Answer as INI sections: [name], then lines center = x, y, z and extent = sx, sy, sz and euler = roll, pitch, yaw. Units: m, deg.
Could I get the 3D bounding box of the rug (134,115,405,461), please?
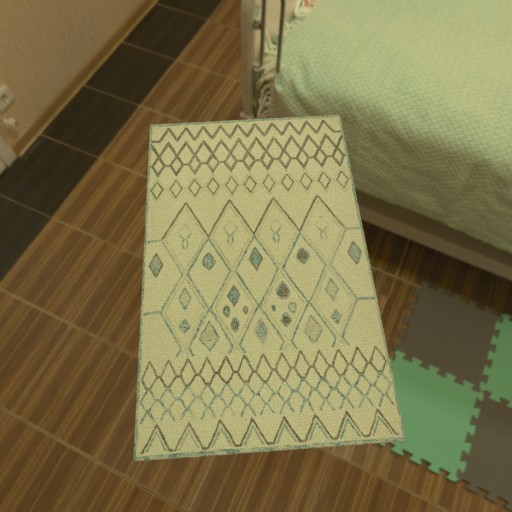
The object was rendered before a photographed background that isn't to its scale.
[rug]
center = 0.000, 0.000, 3.013
extent = 1.524, 0.015, 2.439
euler = -3, 64, -2
